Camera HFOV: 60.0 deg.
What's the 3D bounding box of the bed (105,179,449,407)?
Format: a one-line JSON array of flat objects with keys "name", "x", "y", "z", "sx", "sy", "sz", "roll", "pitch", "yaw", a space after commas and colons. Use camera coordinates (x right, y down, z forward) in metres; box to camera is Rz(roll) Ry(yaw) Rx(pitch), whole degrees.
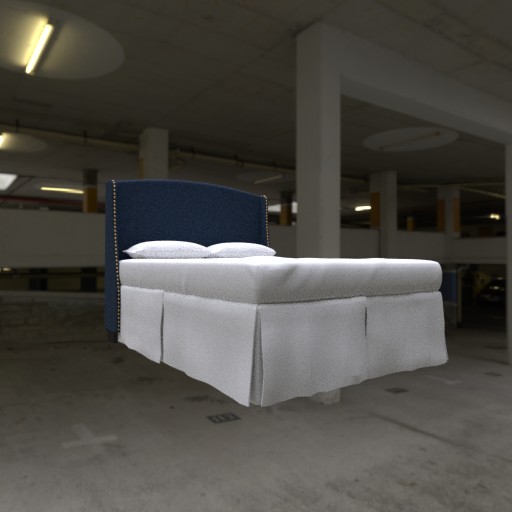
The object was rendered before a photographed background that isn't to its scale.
[{"name": "bed", "x": 0.000, "y": 0.000, "z": 3.317, "sx": 1.604, "sy": 1.402, "sz": 2.223, "roll": 0, "pitch": 0, "yaw": -36}]
